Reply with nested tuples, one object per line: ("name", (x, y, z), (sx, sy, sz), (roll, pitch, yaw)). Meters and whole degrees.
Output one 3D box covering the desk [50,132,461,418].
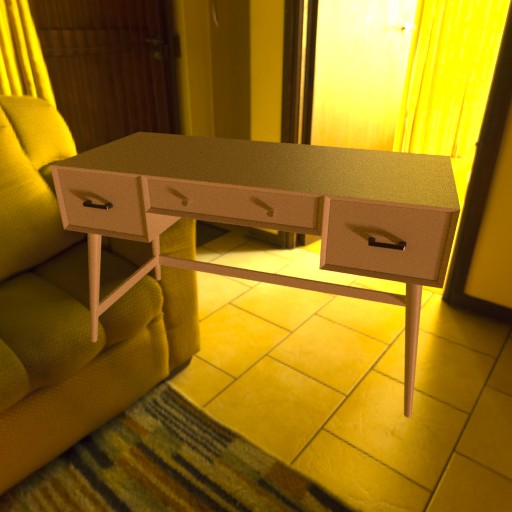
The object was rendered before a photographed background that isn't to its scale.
("desk", (0.000, 0.000, 1.749), (1.313, 0.762, 0.589), (9, 29, 16))
